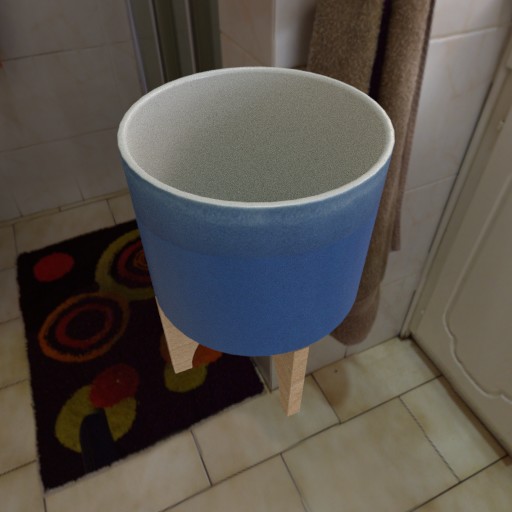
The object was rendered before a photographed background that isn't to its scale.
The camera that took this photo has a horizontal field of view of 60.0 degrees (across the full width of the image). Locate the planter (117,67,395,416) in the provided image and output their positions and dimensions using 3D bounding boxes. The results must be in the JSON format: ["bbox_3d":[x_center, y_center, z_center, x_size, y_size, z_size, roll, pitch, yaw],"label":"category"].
[{"bbox_3d":[0.000,0.000,0.556,0.261,0.367,0.261,0,45,0],"label":"planter"}]
